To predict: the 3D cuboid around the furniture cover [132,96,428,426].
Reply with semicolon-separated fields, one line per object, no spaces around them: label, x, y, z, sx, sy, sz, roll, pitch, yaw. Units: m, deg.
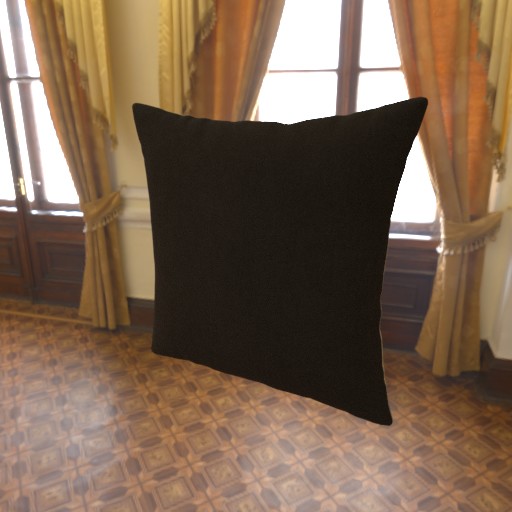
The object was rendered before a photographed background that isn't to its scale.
furniture cover;0.000;0.000;0.767;0.511;0.509;0.161;9;19;27
